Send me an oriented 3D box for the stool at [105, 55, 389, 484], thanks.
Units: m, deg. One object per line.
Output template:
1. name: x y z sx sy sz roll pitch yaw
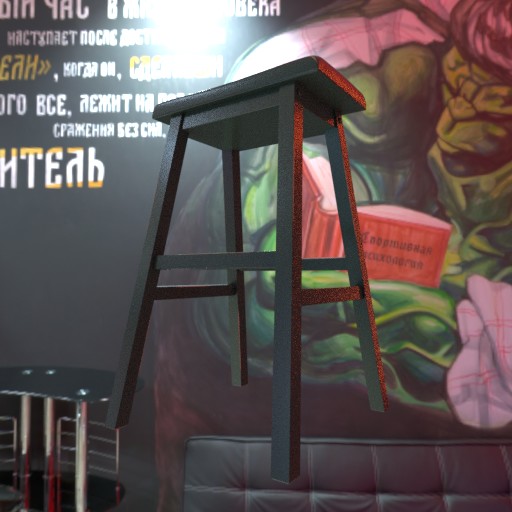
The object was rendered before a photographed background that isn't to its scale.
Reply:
1. stool: 0.000 0.000 1.027 0.457 0.737 0.476 -2 -3 35
